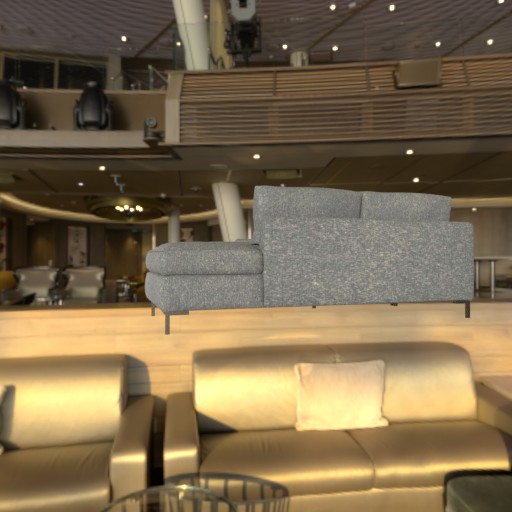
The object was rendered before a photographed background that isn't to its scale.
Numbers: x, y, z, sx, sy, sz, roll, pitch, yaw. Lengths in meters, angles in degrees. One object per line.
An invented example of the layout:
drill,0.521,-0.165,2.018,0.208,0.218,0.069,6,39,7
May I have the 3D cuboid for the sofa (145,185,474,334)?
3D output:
sofa,0.000,0.000,3.900,2.007,0.815,2.949,0,0,-18
